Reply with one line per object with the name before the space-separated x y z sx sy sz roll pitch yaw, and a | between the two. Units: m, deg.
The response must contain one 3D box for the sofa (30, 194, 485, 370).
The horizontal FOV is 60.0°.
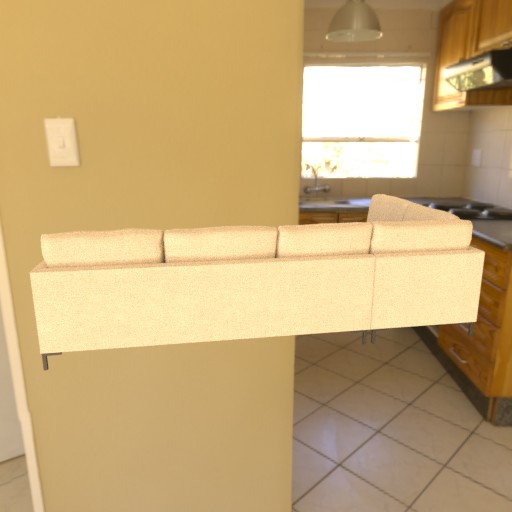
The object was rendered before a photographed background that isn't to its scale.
sofa | 0.000 0.000 4.234 3.384 0.996 2.048 -2 15 -9
